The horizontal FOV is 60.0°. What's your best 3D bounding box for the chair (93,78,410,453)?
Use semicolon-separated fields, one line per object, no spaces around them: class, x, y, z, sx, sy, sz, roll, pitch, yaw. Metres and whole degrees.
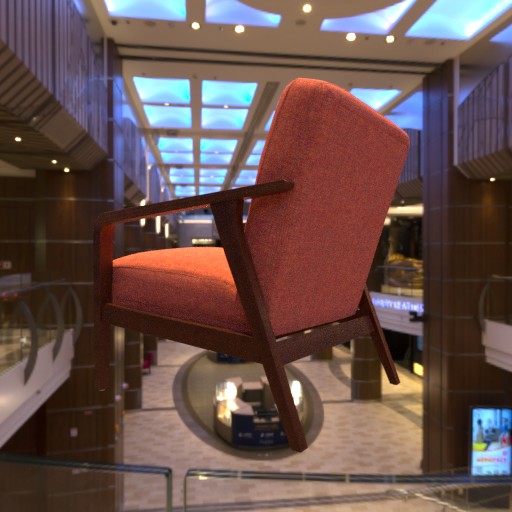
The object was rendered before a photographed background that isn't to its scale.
chair;0.000;0.000;1.486;0.860;0.890;0.719;0;0;37
